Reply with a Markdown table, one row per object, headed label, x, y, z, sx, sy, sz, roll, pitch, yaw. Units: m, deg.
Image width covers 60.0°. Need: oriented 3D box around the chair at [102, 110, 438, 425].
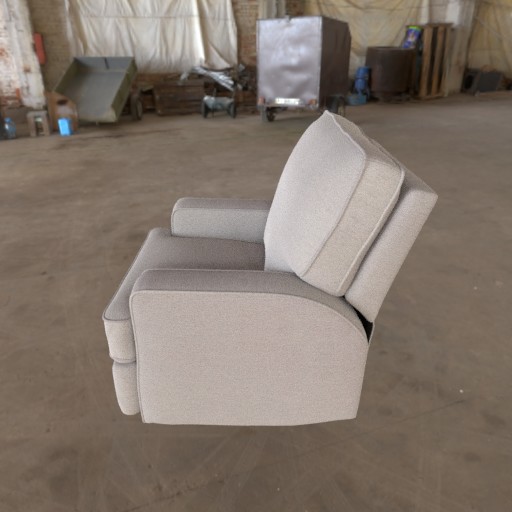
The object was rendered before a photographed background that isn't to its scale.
| label | x | y | z | sx | sy | sz | roll | pitch | yaw |
| --- | --- | --- | --- | --- | --- | --- | --- | --- | --- |
| chair | 0.000 | 0.000 | 1.656 | 0.969 | 0.964 | 0.861 | 0 | 26 | 0 |
